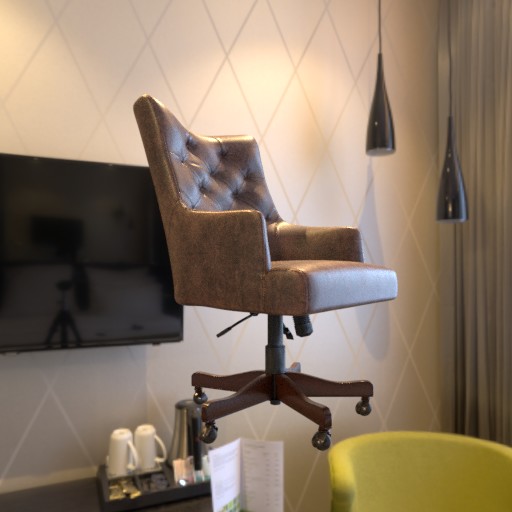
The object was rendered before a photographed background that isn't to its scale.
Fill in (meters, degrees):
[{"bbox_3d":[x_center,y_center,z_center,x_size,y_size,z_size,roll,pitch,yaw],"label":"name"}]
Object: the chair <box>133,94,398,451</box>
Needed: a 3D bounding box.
[{"bbox_3d":[0.000,0.000,1.487,0.762,1.035,0.641,-1,-2,36],"label":"chair"}]
